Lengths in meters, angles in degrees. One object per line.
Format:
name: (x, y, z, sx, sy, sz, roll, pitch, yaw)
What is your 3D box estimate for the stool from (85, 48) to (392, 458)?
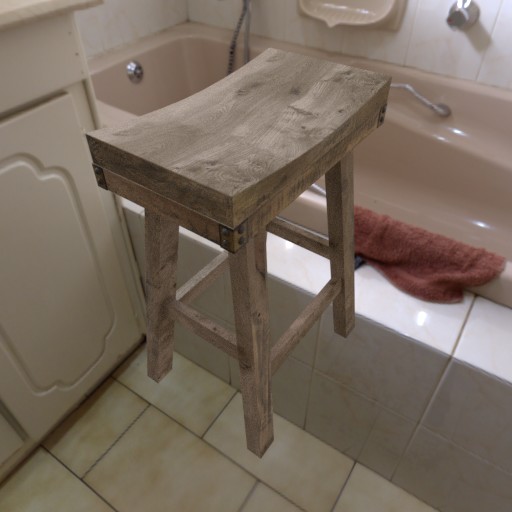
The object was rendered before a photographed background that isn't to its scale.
stool: (0.000, 0.000, 0.888, 0.330, 0.635, 0.450, 26, 48, 26)
